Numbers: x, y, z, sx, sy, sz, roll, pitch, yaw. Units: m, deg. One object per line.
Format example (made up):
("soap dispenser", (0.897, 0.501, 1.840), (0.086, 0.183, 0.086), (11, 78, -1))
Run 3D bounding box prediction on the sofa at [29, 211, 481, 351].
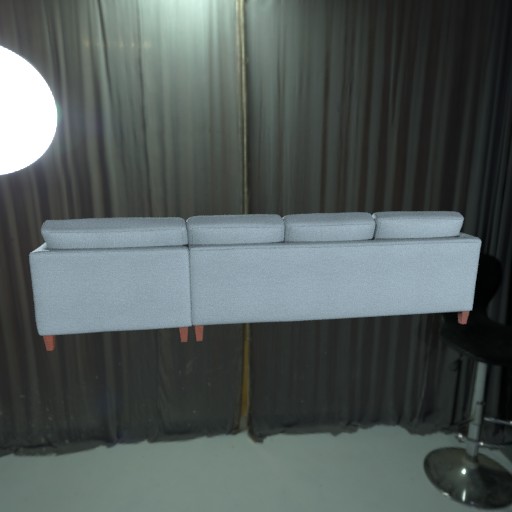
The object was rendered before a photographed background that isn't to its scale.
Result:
("sofa", (0.000, 0.000, 4.111), (3.471, 0.950, 1.604), (-2, 14, -9))
